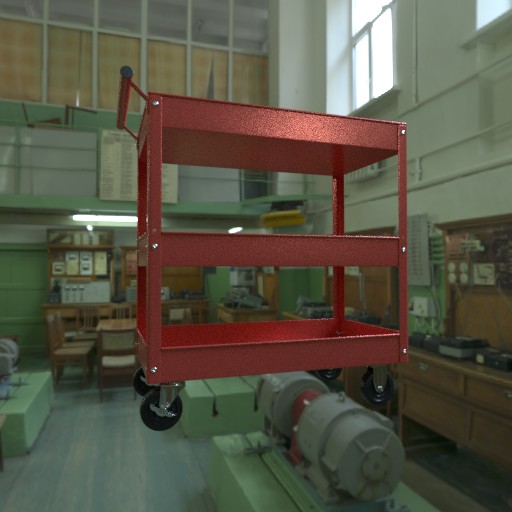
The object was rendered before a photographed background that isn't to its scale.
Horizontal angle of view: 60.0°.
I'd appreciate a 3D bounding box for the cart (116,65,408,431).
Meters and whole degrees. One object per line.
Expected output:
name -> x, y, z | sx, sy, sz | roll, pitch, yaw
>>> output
cart -> 0.000, 0.000, 1.198 | 0.719, 0.780, 0.366 | 0, -1, -19
